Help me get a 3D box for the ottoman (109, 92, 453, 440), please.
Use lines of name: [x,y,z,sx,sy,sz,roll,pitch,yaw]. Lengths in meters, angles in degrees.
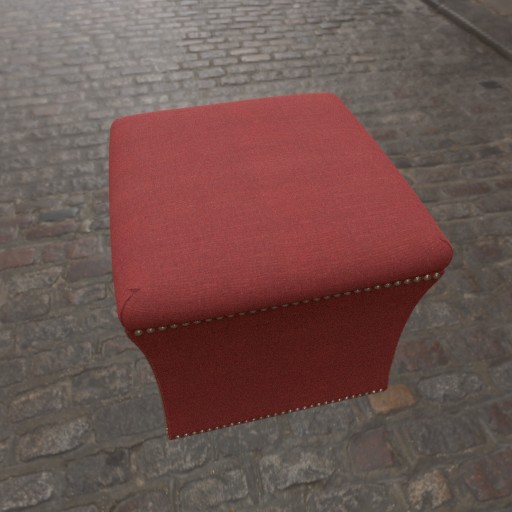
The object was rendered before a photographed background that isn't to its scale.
ottoman: [0.000,0.000,0.901,0.497,0.475,0.507,-10,47,-9]
